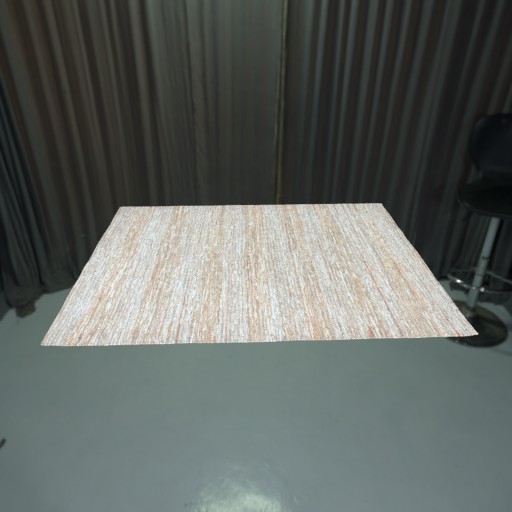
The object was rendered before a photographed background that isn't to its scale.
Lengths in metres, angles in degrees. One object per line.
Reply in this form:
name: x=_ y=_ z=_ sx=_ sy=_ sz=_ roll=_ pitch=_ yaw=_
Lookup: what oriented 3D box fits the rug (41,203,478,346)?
rug: x=0.000 y=0.000 z=3.948 sx=2.939 sy=0.009 sz=2.313 roll=-1 pitch=29 yaw=-2
